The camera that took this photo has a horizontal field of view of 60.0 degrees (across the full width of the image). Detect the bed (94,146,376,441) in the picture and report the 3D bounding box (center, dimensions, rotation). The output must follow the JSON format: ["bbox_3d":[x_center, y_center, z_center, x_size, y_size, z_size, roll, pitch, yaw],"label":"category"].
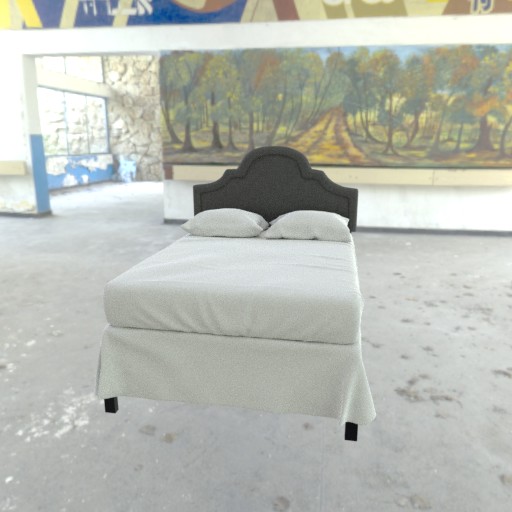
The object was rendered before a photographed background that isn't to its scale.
[{"bbox_3d":[0.000,0.000,3.436,1.780,1.634,2.222,3,15,10],"label":"bed"}]
